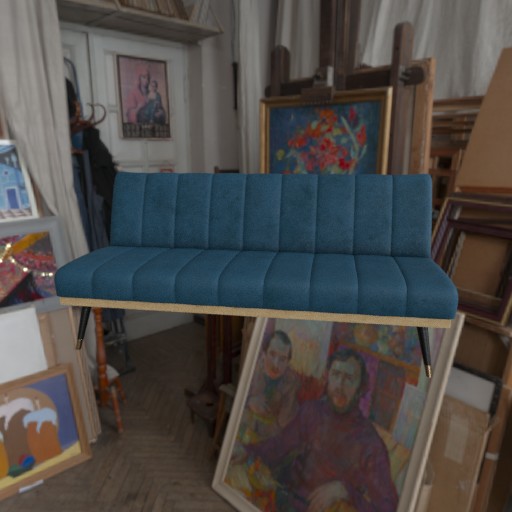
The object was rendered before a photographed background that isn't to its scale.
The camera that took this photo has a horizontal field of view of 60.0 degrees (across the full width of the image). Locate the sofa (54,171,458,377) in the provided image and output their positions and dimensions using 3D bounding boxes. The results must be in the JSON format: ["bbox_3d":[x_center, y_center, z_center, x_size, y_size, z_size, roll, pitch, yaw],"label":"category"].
[{"bbox_3d":[0.000,0.000,2.307,1.810,0.825,0.830,2,14,9],"label":"sofa"}]
